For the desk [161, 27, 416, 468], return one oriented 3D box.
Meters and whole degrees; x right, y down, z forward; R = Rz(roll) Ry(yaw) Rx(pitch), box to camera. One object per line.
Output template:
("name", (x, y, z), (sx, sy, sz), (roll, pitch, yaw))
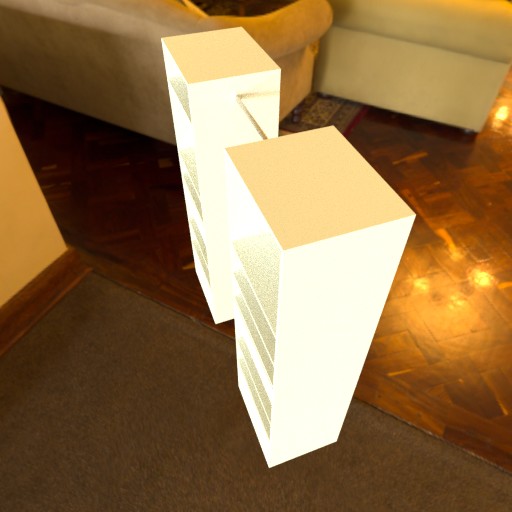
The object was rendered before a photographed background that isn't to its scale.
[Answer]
("desk", (0.000, 0.000, 2.717), (0.480, 2.000, 1.770), (-15, 49, -14))
